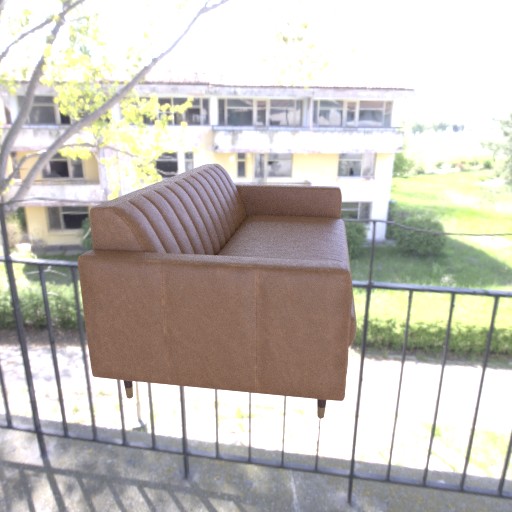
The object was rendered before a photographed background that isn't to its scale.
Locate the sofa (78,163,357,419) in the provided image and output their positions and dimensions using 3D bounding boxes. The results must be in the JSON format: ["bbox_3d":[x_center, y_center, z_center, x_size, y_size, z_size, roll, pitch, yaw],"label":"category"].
[{"bbox_3d":[0.000,0.000,2.401,0.993,0.821,1.847,3,18,9],"label":"sofa"}]
